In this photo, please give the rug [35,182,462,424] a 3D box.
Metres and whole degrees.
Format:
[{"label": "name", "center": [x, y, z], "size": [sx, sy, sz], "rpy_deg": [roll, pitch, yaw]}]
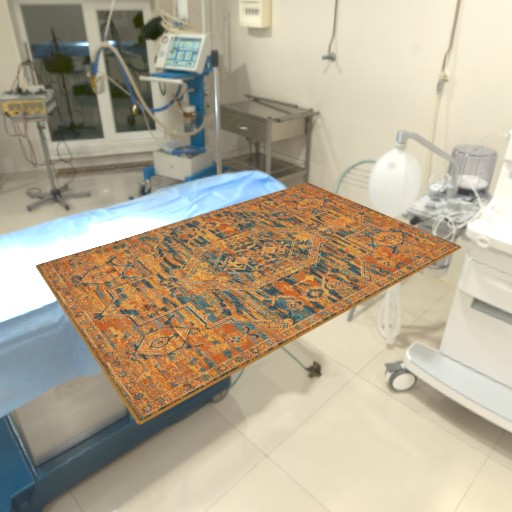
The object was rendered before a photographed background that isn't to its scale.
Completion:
[{"label": "rug", "center": [0.000, 0.000, 1.062], "size": [0.863, 0.008, 0.557], "rpy_deg": [-21, 37, -32]}]
